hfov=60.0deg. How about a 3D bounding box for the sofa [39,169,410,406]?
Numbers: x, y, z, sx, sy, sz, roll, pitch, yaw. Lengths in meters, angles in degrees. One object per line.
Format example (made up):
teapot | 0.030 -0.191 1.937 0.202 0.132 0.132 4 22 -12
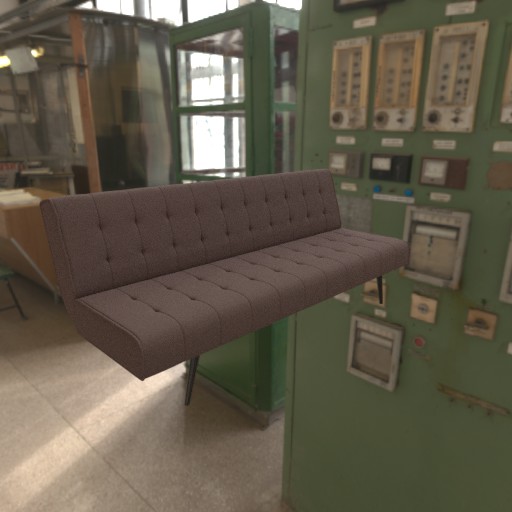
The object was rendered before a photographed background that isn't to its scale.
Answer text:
sofa | 0.000 0.000 2.142 1.703 0.699 0.747 -16 22 -43
